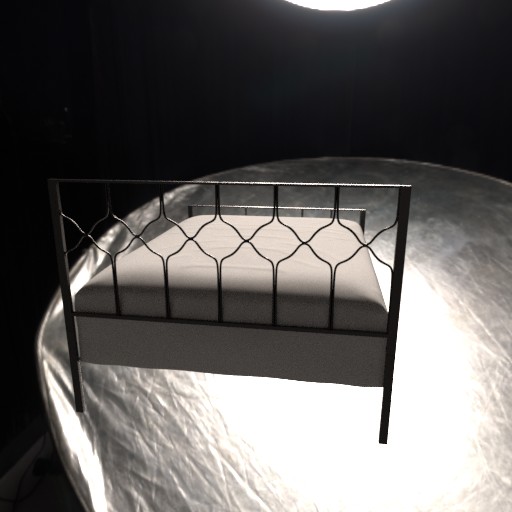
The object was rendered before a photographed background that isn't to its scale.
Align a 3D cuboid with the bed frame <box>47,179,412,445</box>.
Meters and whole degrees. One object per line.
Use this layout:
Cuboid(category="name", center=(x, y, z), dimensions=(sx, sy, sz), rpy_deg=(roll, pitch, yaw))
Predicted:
Cuboid(category="bed frame", center=(0.000, 0.000, 3.041), dimensions=(1.597, 1.222, 2.063), rpy_deg=(2, 16, 9))
